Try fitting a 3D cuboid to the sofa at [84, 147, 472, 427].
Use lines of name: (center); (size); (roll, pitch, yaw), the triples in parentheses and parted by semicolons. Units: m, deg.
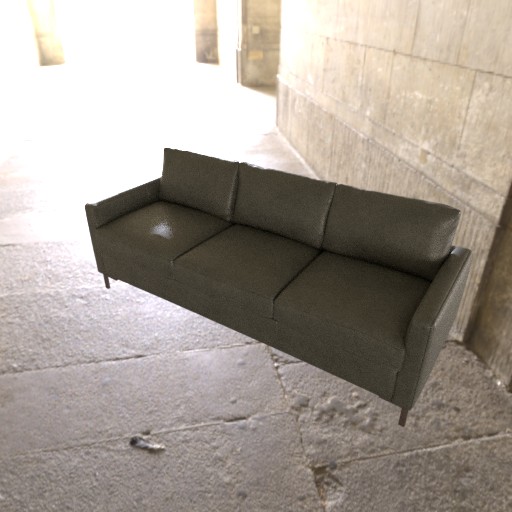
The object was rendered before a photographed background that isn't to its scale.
sofa: (0.000, 0.000, 2.416); (2.029, 0.805, 0.748); (18, 35, 29)
